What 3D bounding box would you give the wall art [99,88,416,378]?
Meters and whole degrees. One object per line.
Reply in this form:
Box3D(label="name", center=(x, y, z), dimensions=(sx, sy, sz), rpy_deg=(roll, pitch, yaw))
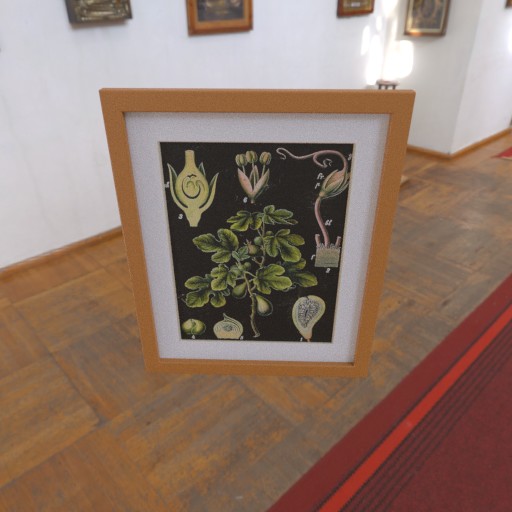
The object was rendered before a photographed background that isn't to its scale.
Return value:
Box3D(label="wall art", center=(0.000, 0.000, 0.777), dimensions=(0.452, 0.553, 0.022), rpy_deg=(1, 30, 2))
